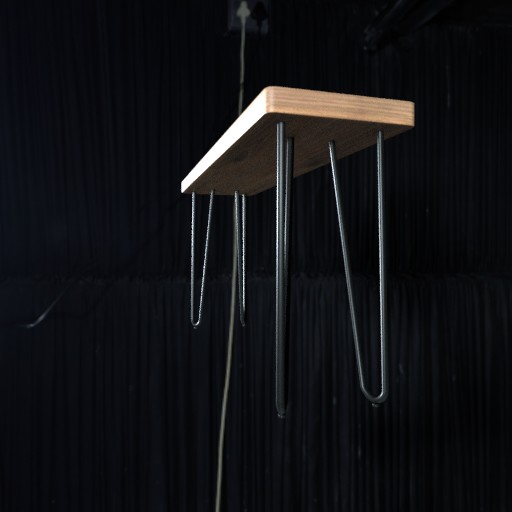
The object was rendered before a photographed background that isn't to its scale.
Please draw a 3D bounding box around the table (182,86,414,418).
[{"bbox_3d":[0.000,0.000,1.873,0.425,0.834,1.570,0,1,-17],"label":"table"}]
